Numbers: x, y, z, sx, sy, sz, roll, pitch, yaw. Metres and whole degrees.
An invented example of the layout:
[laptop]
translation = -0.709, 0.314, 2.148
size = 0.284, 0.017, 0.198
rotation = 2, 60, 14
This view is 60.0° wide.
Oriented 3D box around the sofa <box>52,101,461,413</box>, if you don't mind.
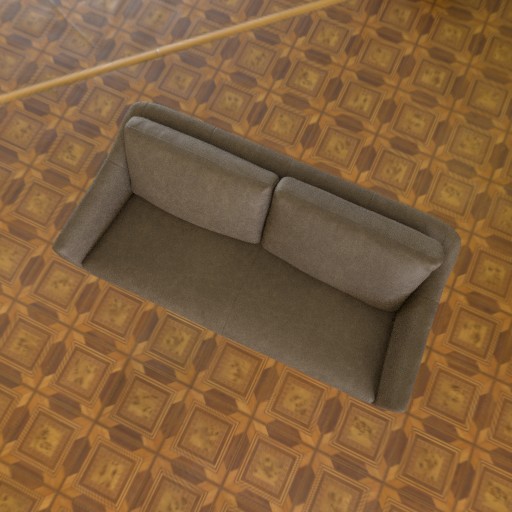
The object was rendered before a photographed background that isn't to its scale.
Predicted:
[sofa]
translation = 0.000, 0.000, 2.527
size = 2.036, 0.902, 0.960
rotation = 24, 76, 6
